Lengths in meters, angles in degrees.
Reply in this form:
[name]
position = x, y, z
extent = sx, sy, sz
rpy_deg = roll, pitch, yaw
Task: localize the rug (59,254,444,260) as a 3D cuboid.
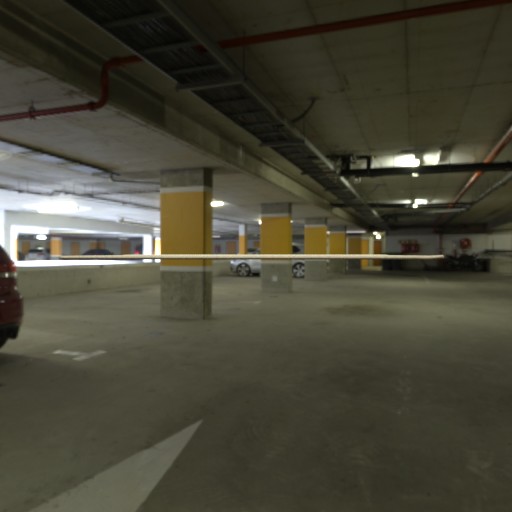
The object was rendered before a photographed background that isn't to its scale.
[rug]
position = 0.000, 0.000, 2.901
extent = 1.540, 0.021, 2.290
rpy_deg = 0, 0, 2
